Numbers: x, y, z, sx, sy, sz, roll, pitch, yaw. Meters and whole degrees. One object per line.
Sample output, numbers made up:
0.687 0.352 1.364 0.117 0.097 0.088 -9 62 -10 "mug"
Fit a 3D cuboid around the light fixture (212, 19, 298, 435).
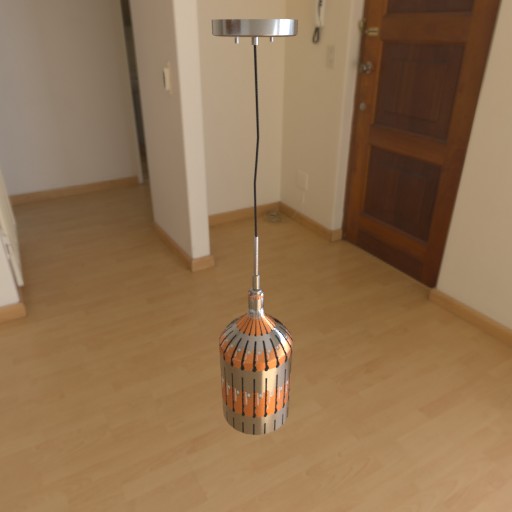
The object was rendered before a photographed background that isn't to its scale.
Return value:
0.000 0.000 1.632 0.303 1.535 0.303 0 27 0 "light fixture"
